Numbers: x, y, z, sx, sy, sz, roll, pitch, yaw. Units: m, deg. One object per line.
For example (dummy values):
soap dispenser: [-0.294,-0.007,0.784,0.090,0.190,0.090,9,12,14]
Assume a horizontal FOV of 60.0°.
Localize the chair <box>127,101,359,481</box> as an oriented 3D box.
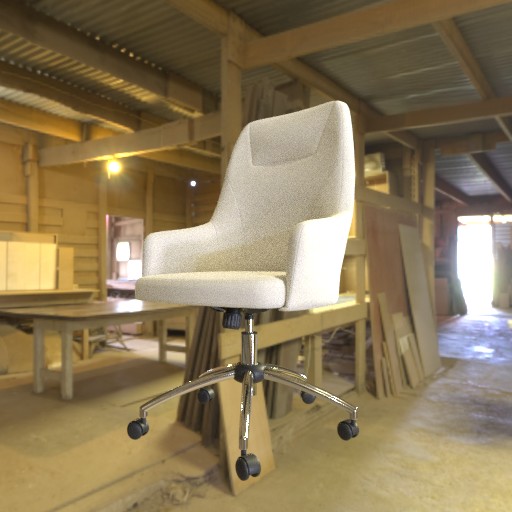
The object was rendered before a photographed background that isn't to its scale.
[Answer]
chair: [0.000,0.000,1.397,0.620,1.049,0.640,-1,-2,38]
